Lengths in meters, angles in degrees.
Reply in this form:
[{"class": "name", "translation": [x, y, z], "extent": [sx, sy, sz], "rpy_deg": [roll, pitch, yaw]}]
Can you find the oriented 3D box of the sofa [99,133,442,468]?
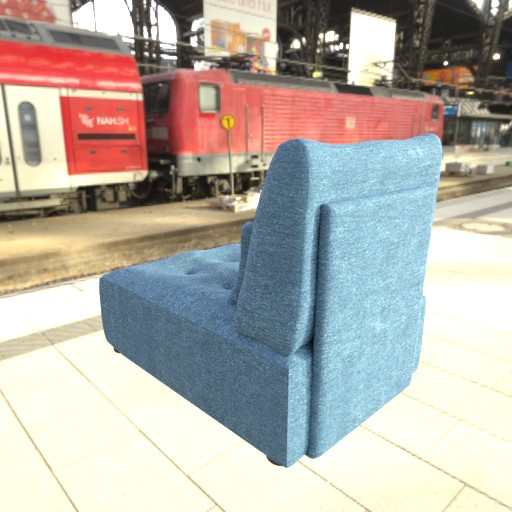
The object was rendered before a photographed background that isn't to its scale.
[{"class": "sofa", "translation": [0.000, 0.000, 1.538], "extent": [0.700, 0.820, 1.000], "rpy_deg": [-15, 21, -42]}]
